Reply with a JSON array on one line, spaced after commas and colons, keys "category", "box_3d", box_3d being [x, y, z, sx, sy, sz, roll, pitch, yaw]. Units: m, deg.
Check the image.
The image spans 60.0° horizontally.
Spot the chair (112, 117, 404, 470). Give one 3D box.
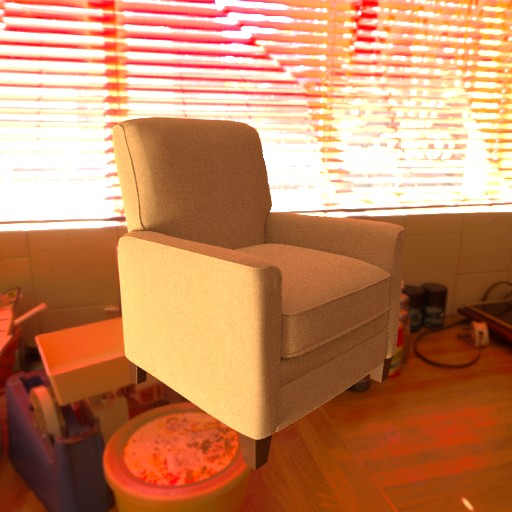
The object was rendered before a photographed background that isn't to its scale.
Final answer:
[{"category": "chair", "box_3d": [0.000, 0.000, 1.678, 0.845, 1.023, 0.859, -14, 19, -43]}]
